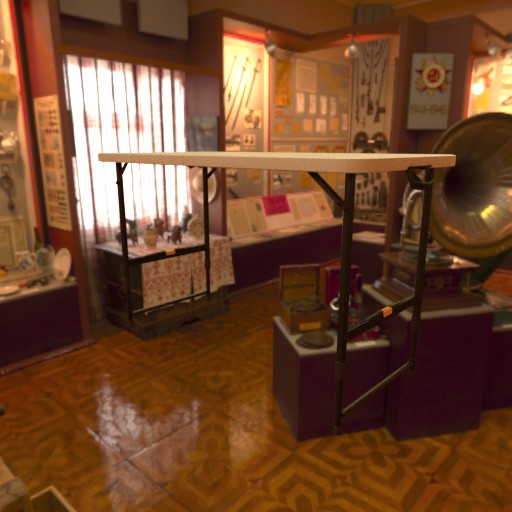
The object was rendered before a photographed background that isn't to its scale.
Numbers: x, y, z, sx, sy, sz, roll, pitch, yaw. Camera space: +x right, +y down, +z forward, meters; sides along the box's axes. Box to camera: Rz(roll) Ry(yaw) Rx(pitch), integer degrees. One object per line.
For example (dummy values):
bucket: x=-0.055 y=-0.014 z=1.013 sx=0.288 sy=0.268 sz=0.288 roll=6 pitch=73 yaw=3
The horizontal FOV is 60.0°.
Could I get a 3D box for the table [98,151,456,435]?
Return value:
table: x=0.000 y=0.000 z=1.637 sx=1.245 sy=0.737 sz=0.611 roll=13 pitch=19 yaw=43
